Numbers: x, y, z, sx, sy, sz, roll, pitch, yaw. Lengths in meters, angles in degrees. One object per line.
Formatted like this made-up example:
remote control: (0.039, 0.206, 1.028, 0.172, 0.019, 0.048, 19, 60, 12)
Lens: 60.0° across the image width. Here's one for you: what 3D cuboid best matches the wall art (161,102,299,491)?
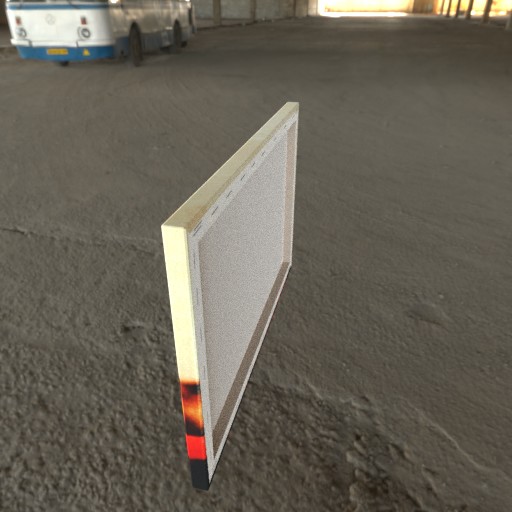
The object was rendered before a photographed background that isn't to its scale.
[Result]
wall art: (0.000, 0.000, 1.150, 0.038, 0.602, 0.918, 7, 31, 13)
